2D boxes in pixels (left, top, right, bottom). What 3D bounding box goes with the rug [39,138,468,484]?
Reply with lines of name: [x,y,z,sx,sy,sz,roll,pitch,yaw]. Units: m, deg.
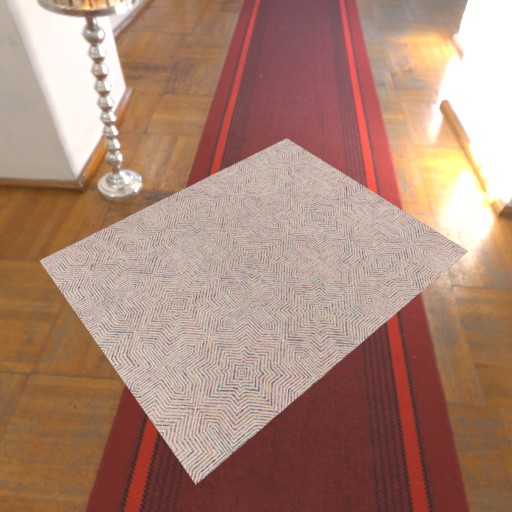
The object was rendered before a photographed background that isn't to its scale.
rug: [0.000,0.000,4.029,3.046,0.008,2.442,-32,55,-26]
